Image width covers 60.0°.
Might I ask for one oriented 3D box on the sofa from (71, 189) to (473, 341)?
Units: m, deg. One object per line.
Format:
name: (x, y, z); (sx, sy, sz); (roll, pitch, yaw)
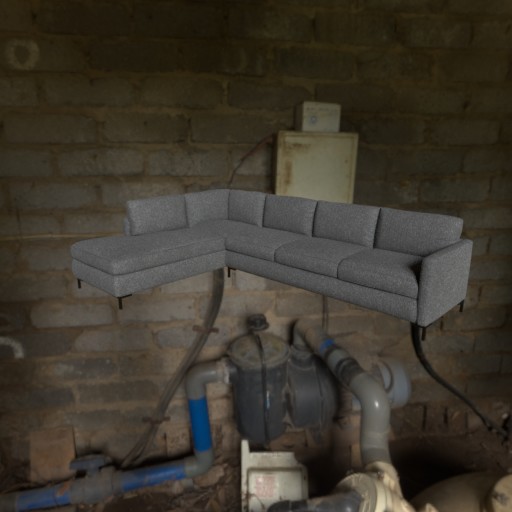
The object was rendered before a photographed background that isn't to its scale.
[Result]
sofa: (0.000, 0.000, 3.849); (2.949, 0.815, 2.007); (14, 21, 42)
